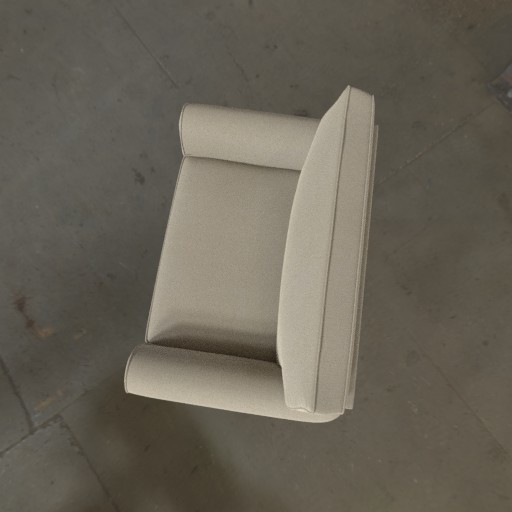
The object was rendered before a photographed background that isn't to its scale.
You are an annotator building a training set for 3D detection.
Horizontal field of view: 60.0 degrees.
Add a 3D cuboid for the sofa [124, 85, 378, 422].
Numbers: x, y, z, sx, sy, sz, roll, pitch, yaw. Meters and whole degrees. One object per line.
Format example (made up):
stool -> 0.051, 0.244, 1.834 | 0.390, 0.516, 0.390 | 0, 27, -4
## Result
sofa -> 0.000, 0.000, 2.126 | 0.937, 1.006, 1.405 | 8, 76, 2
